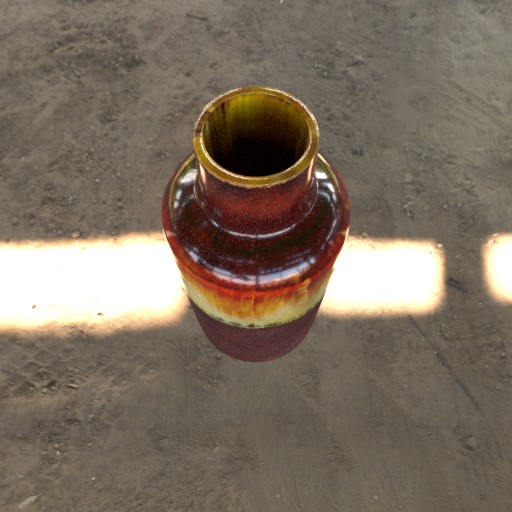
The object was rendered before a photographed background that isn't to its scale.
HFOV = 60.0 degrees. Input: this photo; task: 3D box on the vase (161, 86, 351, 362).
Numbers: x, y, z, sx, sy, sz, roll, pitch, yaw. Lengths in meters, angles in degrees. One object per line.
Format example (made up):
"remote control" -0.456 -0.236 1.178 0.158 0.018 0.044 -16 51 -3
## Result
"vase" 0.000 0.000 0.317 0.111 0.261 0.111 0 65 0
